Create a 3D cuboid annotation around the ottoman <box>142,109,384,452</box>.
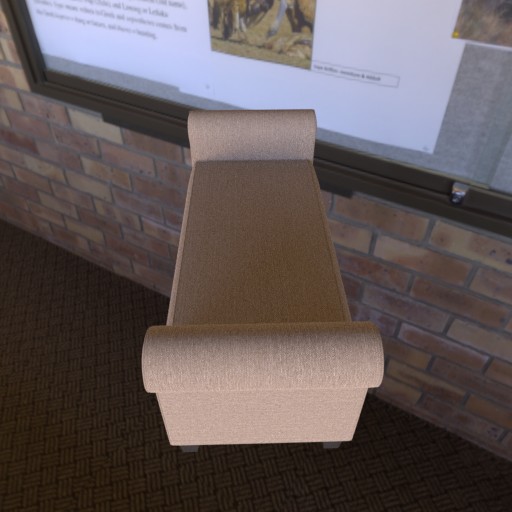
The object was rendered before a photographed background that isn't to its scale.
[{"bbox_3d":[0.000,0.000,1.534,0.521,0.547,1.256,-1,42,-1],"label":"ottoman"}]
